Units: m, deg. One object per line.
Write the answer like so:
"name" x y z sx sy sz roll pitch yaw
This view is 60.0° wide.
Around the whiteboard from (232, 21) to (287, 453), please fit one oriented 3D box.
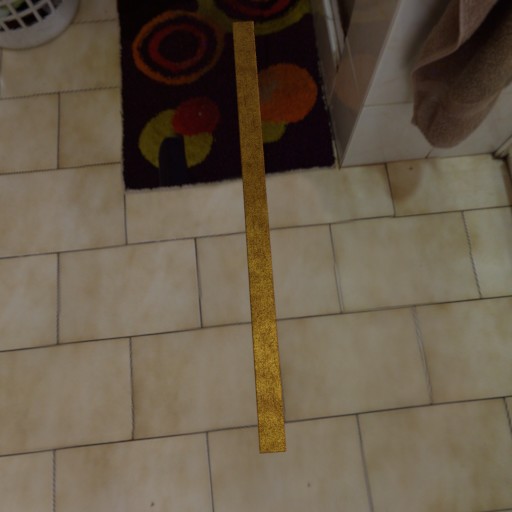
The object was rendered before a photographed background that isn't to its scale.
"whiteboard" 0.000 0.000 0.771 0.029 0.457 0.561 -4 75 -1
